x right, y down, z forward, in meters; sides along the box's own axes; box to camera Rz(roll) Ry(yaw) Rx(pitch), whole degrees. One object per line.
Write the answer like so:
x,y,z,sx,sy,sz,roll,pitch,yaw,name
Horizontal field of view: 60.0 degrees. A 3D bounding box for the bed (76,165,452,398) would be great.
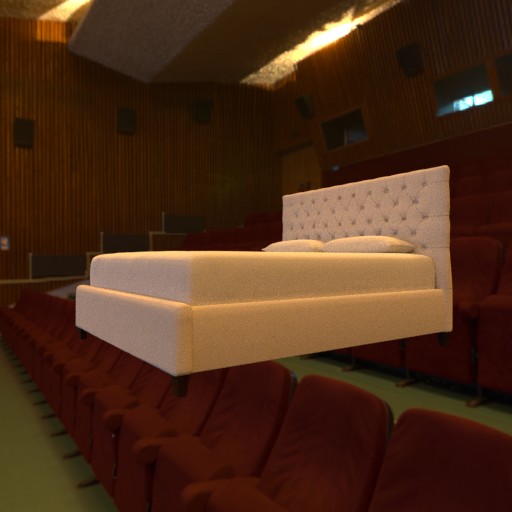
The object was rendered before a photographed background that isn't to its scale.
0.000,0.000,3.677,2.387,1.427,2.078,0,-1,-35,bed
